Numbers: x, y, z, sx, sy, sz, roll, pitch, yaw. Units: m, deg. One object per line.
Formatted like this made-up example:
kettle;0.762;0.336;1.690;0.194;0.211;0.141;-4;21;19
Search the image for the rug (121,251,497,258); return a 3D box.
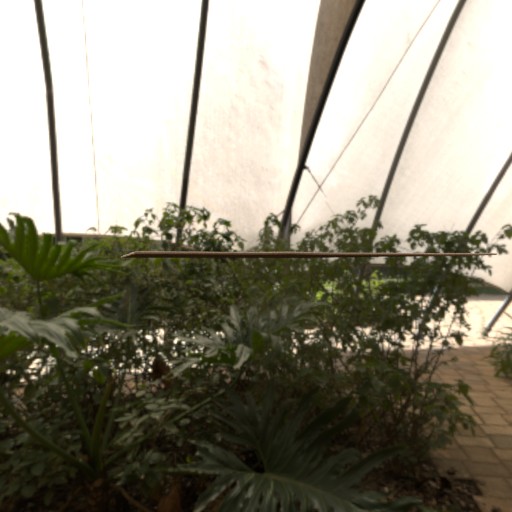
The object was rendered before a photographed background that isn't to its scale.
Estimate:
rug;0.000;0.000;4.294;2.449;0.019;3.357;0;-1;-18
